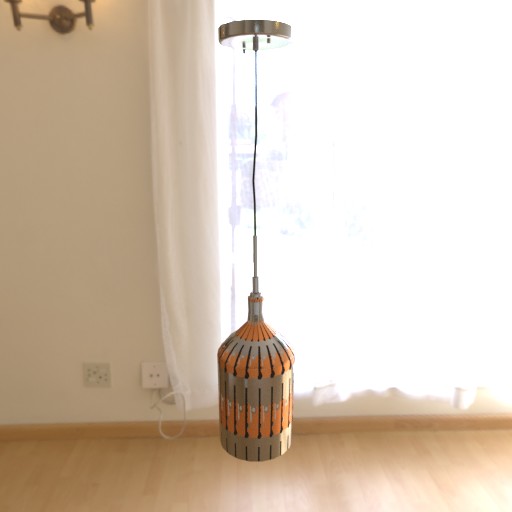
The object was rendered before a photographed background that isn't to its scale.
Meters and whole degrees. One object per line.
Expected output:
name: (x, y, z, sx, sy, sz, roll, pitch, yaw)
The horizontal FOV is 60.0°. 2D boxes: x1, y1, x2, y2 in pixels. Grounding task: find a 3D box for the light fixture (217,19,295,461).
light fixture: (0.000, 0.000, 1.643, 0.303, 1.535, 0.303, 0, 14, 0)
